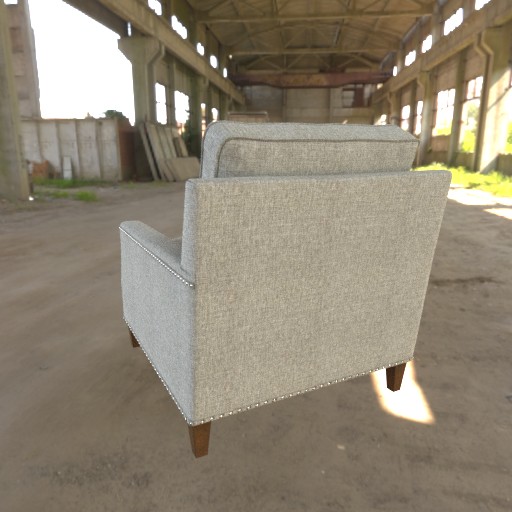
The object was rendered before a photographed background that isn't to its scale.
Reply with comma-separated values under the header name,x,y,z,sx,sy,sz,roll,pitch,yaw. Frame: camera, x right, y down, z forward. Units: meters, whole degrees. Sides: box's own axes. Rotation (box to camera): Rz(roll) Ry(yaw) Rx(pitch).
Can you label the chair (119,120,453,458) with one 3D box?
name,x,y,z,sx,sy,sz,roll,pitch,yaw
chair,0.000,0.000,1.682,0.853,0.943,1.014,-7,16,-27
